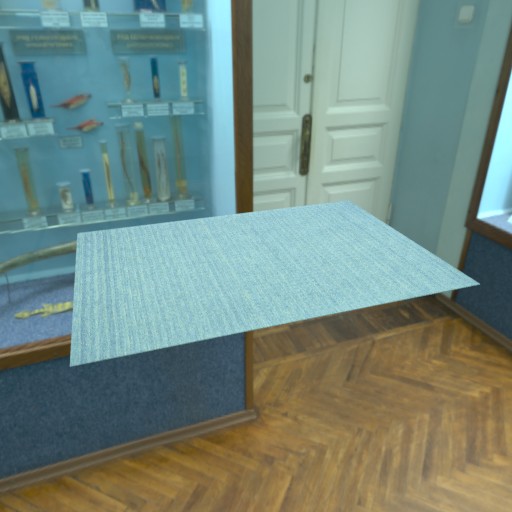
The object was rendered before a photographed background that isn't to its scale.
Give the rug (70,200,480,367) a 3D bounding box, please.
[{"bbox_3d":[0.000,0.000,3.765,2.895,0.006,1.982,-9,28,-17],"label":"rug"}]
